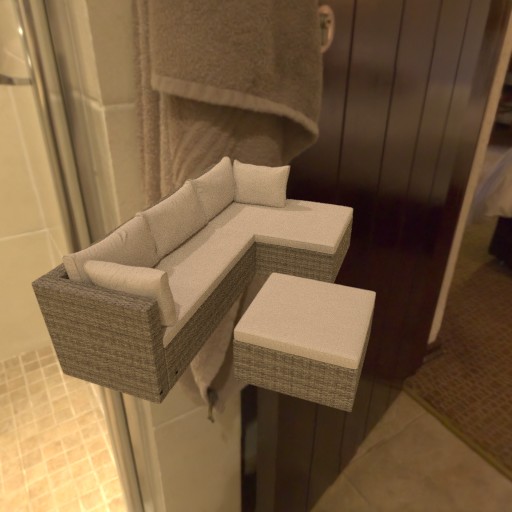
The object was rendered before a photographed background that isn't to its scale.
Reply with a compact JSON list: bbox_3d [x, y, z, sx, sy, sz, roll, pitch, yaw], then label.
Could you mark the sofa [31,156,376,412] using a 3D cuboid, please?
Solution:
[{"bbox_3d":[0.000,0.000,3.040,1.662,0.766,2.192,10,31,18],"label":"sofa"}]
